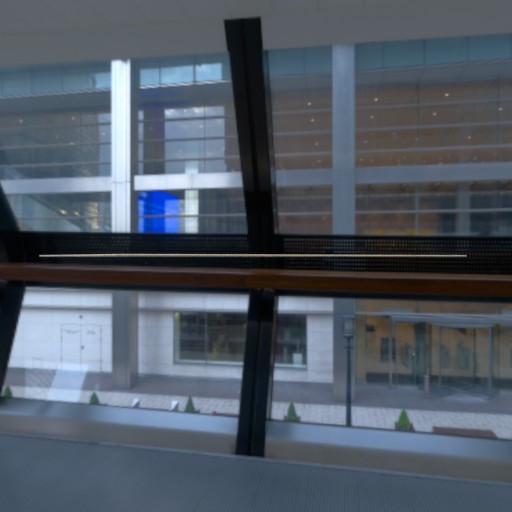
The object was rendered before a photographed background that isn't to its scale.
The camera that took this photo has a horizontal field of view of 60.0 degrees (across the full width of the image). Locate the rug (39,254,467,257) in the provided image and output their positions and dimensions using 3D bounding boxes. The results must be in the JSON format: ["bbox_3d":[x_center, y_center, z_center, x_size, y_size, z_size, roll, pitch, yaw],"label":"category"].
[{"bbox_3d":[0.000,0.000,2.277,1.828,0.007,1.220,0,0,-35],"label":"rug"}]
